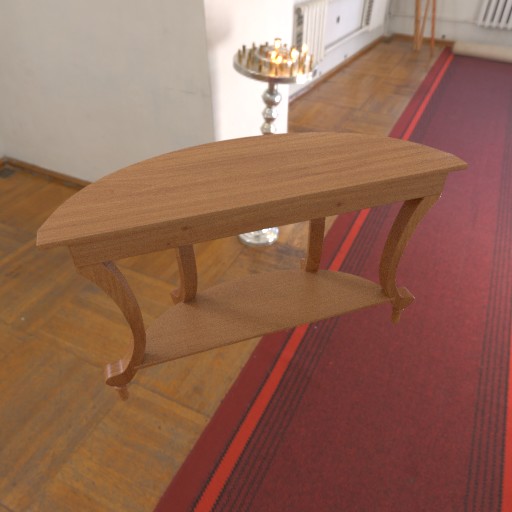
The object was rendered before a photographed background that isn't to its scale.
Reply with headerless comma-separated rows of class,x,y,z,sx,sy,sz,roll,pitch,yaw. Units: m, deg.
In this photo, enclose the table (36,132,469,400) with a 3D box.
table,0.000,0.000,1.525,1.198,0.692,0.394,-12,41,-15
